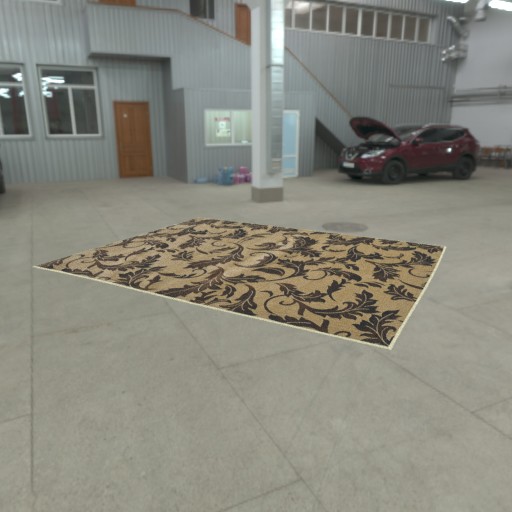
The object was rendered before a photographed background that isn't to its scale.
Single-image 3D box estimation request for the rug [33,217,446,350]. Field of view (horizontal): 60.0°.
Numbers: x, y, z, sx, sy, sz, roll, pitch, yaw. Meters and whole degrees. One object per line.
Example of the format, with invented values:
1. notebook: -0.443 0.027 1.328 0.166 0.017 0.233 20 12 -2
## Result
1. rug: 0.000 0.000 4.020 2.977 0.008 2.380 9 19 27
